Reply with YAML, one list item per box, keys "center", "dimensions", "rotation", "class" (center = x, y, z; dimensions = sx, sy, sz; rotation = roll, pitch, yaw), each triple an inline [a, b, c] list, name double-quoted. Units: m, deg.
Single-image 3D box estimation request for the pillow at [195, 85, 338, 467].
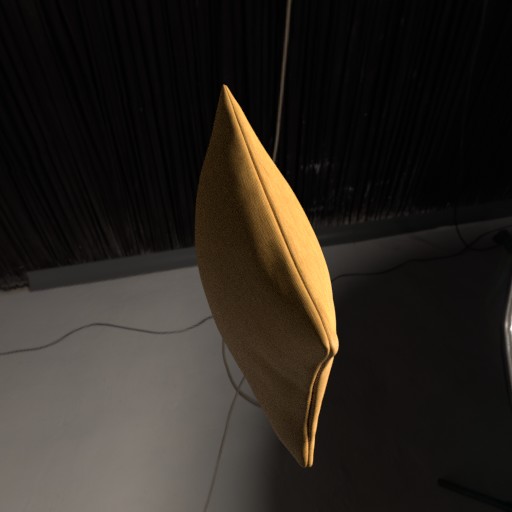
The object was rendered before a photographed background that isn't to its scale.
- center: [0.000, 0.000, 0.799]
  dimensions: [0.210, 0.354, 0.634]
  rotation: [-10, 47, -9]
  class: "pillow"
